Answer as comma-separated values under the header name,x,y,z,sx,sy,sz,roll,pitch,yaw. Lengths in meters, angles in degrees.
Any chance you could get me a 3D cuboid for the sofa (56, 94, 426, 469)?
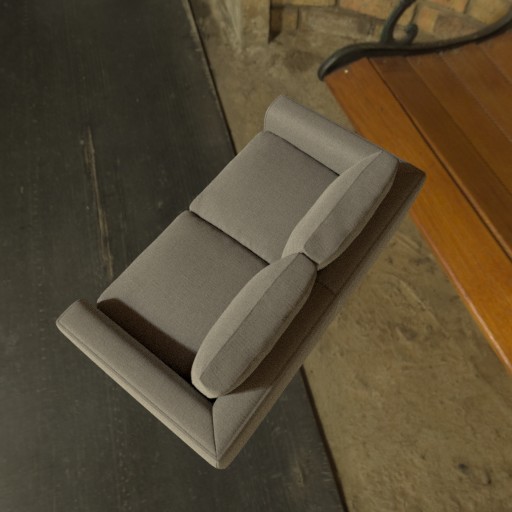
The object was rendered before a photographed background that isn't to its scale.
name,x,y,z,sx,sy,sz,roll,pitch,yaw
sofa,0.000,0.000,2.468,1.069,0.800,1.920,34,69,15
